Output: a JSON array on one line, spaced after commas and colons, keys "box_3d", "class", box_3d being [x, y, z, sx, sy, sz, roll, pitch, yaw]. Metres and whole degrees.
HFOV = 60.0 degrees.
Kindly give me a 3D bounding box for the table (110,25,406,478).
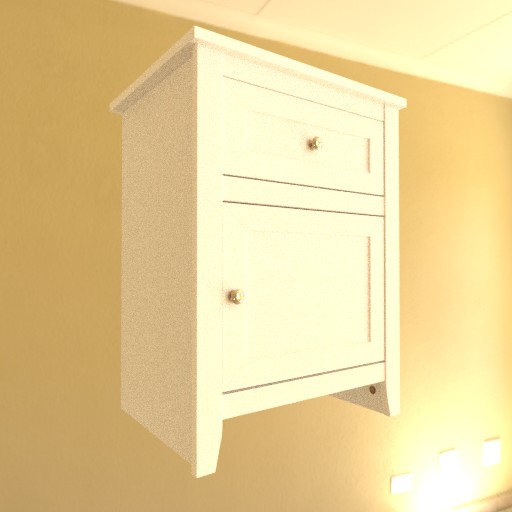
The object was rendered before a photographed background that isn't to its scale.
[{"box_3d": [0.000, 0.000, 0.906, 0.480, 0.635, 0.381, 1, -1, -36], "class": "table"}]
